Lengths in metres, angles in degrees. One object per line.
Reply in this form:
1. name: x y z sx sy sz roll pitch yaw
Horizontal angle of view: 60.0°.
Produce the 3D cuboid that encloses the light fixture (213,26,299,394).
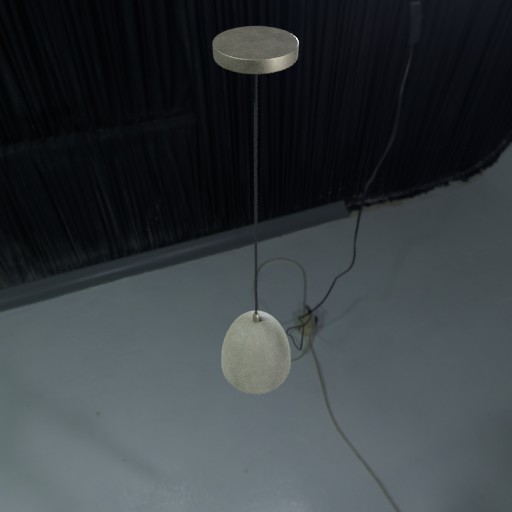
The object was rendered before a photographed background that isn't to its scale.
1. light fixture: 0.000 0.000 0.817 0.170 0.759 0.170 -17 49 -16
